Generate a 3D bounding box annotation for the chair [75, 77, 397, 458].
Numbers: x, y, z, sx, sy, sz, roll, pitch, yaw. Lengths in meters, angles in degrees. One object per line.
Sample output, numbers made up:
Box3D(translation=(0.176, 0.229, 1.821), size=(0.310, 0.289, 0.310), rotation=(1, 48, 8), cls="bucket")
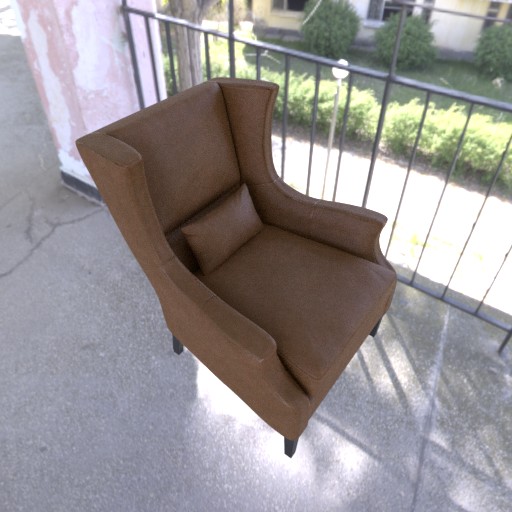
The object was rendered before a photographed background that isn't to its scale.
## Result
Box3D(translation=(0.000, 0.000, 1.688), size=(0.925, 1.016, 0.852), rotation=(27, 48, 26), cls="chair")
